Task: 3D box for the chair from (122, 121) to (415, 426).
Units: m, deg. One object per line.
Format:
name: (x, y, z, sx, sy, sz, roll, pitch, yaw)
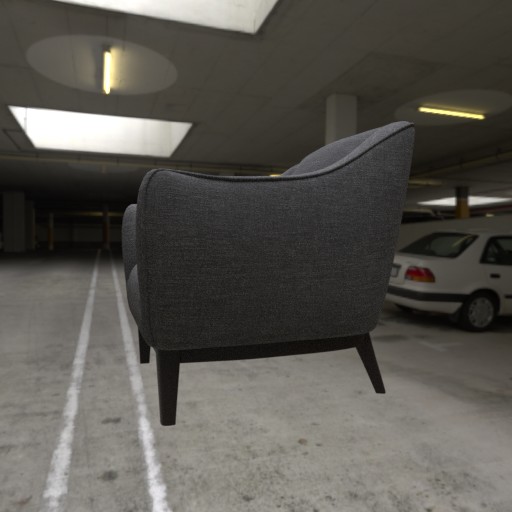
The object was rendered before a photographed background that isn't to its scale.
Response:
chair: (0.000, 0.000, 1.520, 0.851, 0.829, 0.870, 0, 1, -19)
